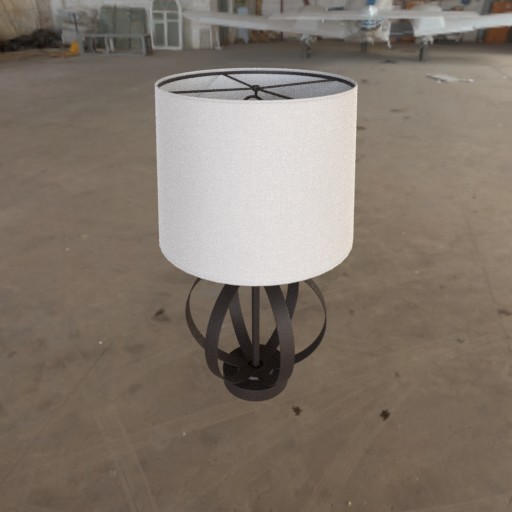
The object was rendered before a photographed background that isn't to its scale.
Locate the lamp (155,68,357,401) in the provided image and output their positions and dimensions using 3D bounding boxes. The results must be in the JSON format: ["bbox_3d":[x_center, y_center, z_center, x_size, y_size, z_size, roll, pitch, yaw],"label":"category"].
[{"bbox_3d":[0.000,0.000,0.687,0.286,0.510,0.286,0,30,0],"label":"lamp"}]
